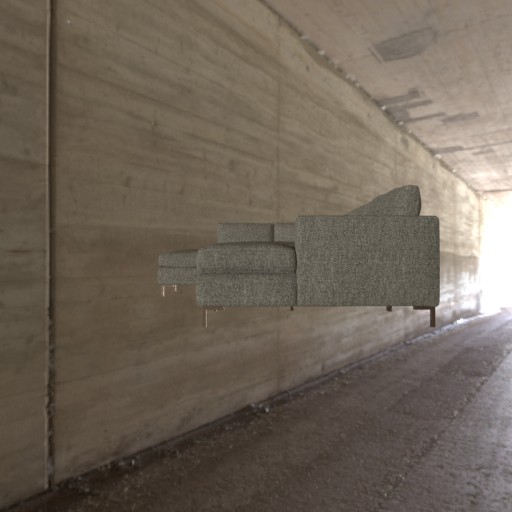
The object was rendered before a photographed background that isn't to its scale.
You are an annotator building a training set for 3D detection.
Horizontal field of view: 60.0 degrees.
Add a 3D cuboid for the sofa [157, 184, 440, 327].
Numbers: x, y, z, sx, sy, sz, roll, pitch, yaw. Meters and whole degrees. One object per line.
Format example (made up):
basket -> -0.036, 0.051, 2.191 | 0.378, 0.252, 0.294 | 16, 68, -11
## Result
sofa -> 0.000, 0.000, 3.590 | 1.879, 0.756, 2.737 | 0, -1, 0
